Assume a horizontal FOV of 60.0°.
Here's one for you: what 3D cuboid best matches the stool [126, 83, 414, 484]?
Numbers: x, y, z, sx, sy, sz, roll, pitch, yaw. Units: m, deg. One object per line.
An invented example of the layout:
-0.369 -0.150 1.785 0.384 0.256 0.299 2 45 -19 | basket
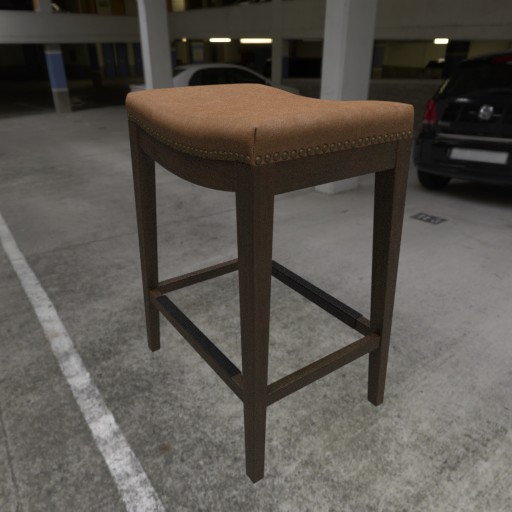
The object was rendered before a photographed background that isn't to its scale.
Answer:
0.000 0.000 0.961 0.361 0.660 0.500 -17 31 -31 | stool
